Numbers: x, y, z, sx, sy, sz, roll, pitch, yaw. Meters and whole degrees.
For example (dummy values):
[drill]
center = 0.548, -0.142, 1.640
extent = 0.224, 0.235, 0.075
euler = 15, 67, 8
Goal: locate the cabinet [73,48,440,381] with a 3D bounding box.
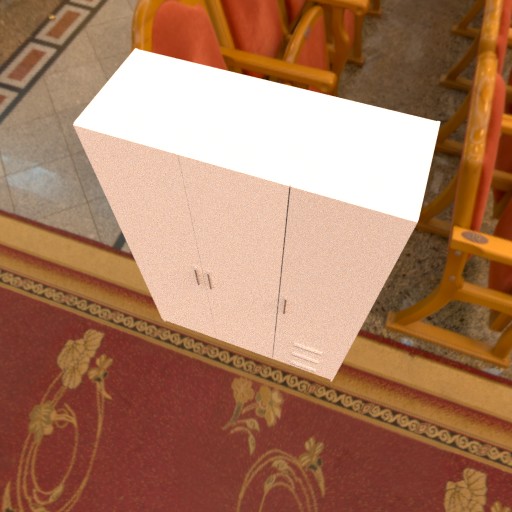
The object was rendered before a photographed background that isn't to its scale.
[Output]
[cabinet]
center = 0.000, 0.000, 2.478
extent = 1.290, 1.910, 0.510
euler = 18, 61, 10
